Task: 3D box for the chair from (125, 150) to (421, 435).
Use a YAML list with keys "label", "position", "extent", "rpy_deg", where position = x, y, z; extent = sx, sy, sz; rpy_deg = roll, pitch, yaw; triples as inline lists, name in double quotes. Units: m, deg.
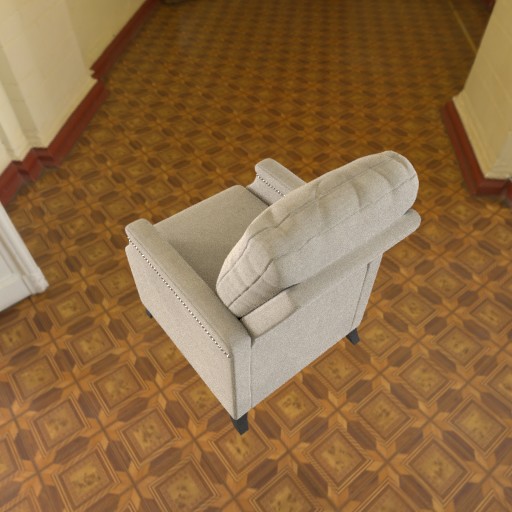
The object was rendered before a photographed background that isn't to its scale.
- label: "chair"
  position: [0.000, 0.000, 1.675]
  extent: [0.710, 1.049, 0.922]
  rpy_deg: [-31, 54, -25]
